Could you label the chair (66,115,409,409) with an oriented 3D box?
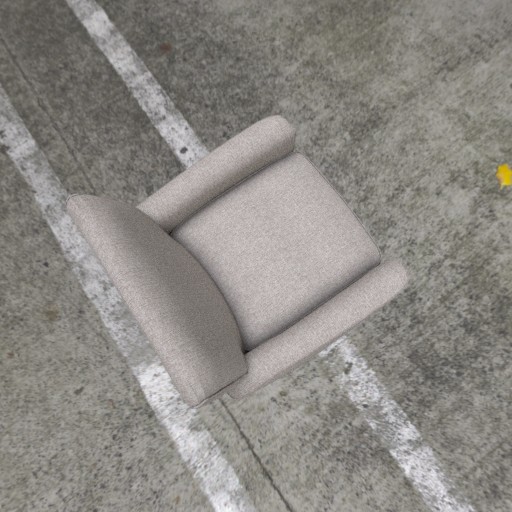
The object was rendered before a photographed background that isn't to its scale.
[{"bbox_3d":[0.000,0.000,1.666,0.864,1.014,0.848,-34,77,-9],"label":"chair"}]
